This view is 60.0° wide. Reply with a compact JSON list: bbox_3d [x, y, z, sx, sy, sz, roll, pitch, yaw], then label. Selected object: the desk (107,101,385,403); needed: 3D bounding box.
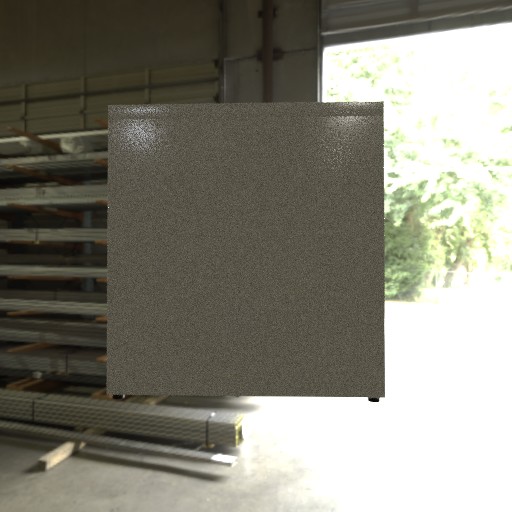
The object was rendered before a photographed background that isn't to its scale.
[{"bbox_3d":[0.000,0.000,1.800,0.690,0.740,1.400,0,-1,2],"label":"desk"}]
